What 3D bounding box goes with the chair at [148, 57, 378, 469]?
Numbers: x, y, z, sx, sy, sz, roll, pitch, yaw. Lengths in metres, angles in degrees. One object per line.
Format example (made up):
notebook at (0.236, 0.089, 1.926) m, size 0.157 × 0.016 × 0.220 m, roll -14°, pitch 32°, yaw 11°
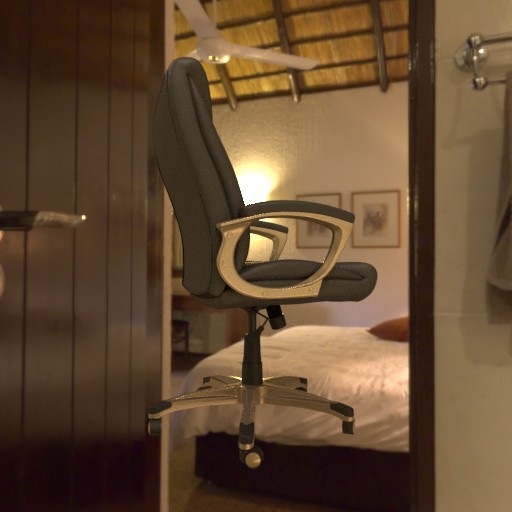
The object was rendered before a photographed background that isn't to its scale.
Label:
chair at (0.000, 0.000, 1.589) m, size 0.748 × 1.188 × 0.694 m, roll 0°, pitch -1°, yaw -18°
